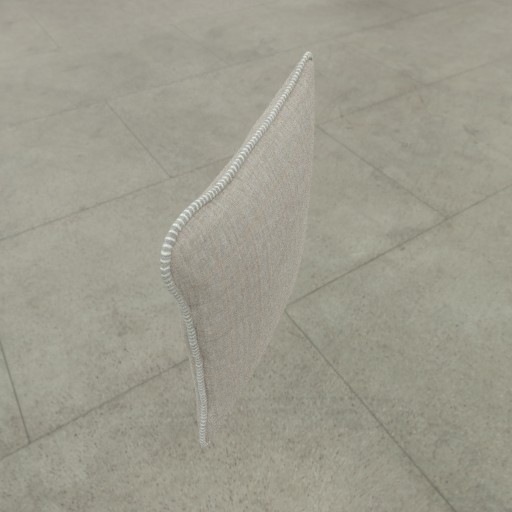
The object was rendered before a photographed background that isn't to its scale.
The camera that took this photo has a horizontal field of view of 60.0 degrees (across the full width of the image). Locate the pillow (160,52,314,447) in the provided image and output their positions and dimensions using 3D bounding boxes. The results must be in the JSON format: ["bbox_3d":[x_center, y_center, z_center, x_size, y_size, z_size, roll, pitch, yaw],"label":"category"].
[{"bbox_3d":[0.000,0.000,0.728,0.124,0.494,0.485,16,49,15],"label":"pillow"}]
